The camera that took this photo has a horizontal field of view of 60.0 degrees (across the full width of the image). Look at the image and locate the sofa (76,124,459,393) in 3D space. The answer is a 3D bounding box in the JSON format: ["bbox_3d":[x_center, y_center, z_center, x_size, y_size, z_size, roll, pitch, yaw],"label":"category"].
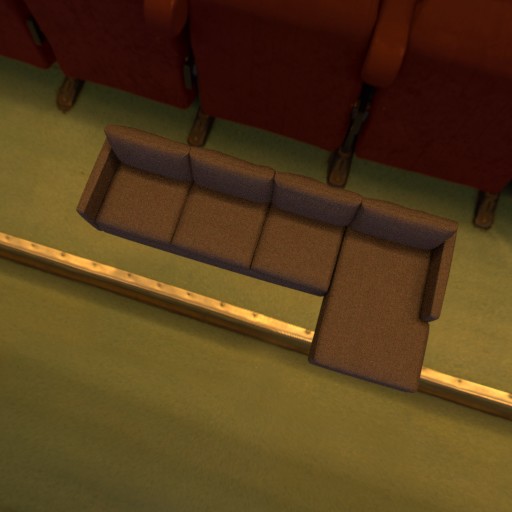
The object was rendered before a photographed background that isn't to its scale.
[{"bbox_3d":[0.000,0.000,3.905,3.221,0.892,1.483,17,76,4],"label":"sofa"}]
